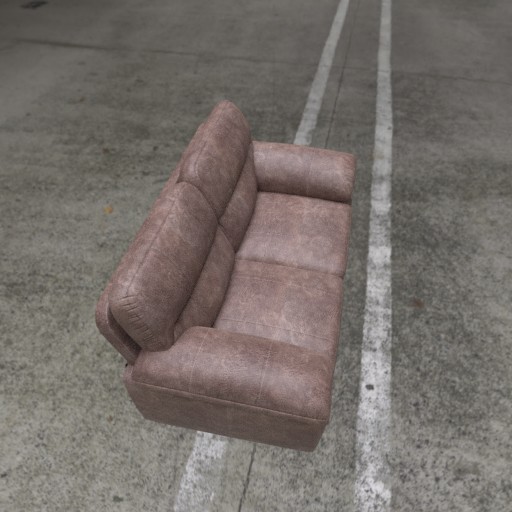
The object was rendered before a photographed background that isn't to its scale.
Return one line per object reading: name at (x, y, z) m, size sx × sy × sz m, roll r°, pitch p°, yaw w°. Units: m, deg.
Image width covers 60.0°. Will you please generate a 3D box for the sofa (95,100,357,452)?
sofa at (0.000, 0.000, 2.394) m, size 0.991 × 0.991 × 1.753 m, roll 9°, pitch 47°, yaw 8°
